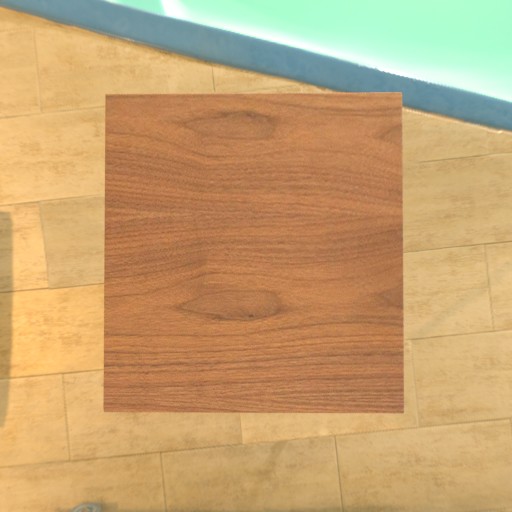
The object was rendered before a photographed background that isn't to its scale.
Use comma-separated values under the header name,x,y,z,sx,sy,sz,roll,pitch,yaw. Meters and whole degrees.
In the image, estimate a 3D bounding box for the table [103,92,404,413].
name,x,y,z,sx,sy,sz,roll,pitch,yaw
table,0.000,0.000,0.852,0.384,0.567,0.411,0,89,1
